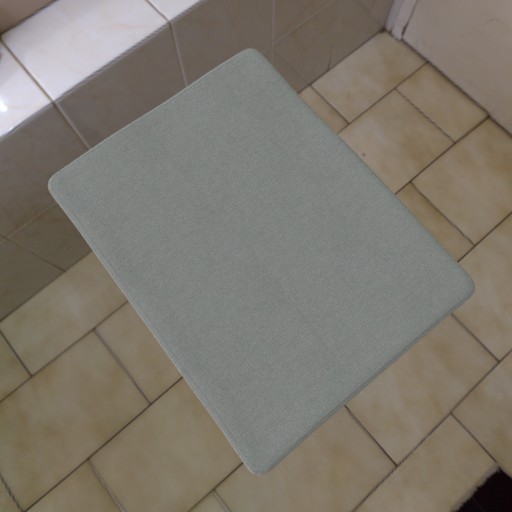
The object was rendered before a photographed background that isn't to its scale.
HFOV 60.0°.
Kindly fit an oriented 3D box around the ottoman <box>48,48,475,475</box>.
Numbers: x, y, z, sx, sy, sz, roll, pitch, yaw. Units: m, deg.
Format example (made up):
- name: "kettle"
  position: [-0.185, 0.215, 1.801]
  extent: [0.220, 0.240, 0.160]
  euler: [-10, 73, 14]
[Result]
- name: "ottoman"
  position: [0.000, 0.000, 1.214]
  extent: [0.648, 0.461, 0.833]
  euler: [-37, 78, -10]
